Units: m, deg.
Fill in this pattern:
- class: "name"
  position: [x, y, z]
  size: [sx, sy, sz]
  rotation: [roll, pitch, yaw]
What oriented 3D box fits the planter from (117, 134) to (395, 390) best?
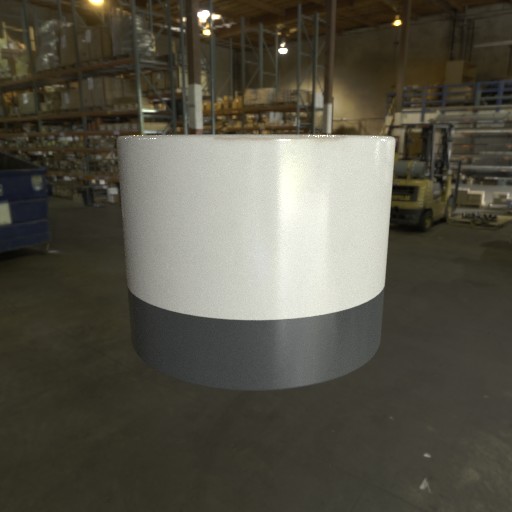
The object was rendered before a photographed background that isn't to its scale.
- class: "planter"
  position: [0.000, 0.000, 0.342]
  size: [0.193, 0.177, 0.193]
  rotation: [0, 14, 0]
